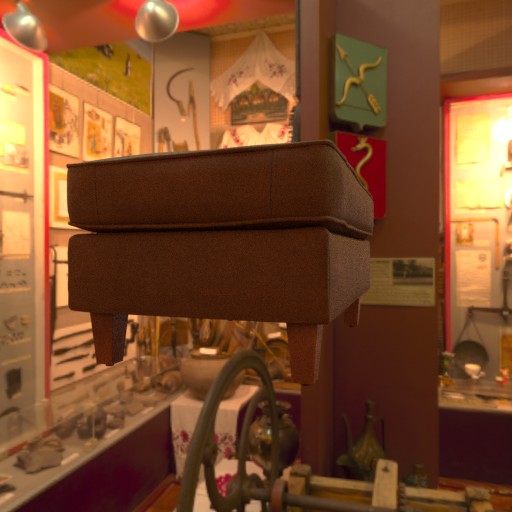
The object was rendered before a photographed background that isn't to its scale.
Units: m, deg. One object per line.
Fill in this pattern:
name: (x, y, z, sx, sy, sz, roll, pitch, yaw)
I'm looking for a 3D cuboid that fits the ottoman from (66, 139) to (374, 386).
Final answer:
ottoman: (0.000, 0.000, 1.236, 0.596, 0.481, 0.860, 0, 0, 19)
